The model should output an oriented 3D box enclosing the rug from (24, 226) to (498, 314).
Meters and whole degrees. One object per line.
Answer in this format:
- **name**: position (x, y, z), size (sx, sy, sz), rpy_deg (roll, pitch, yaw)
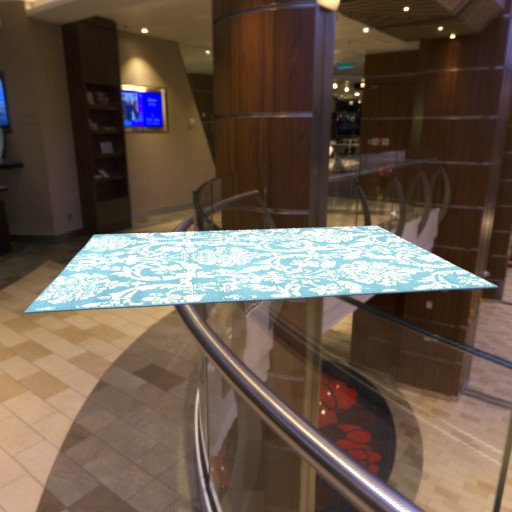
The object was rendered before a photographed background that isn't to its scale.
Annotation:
- **rug**: position (0.000, 0.000, 2.268), size (1.833, 0.012, 1.211), rpy_deg (-2, 16, -8)
